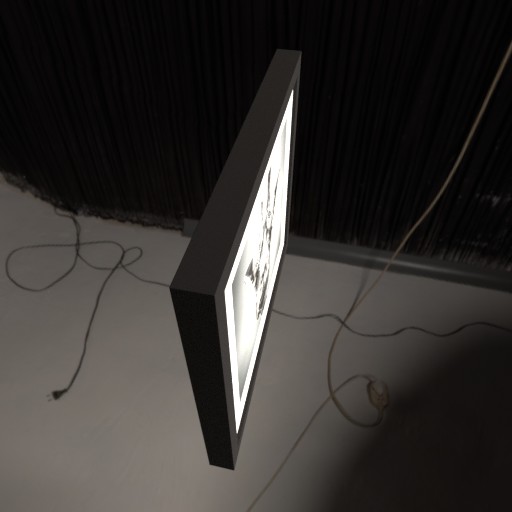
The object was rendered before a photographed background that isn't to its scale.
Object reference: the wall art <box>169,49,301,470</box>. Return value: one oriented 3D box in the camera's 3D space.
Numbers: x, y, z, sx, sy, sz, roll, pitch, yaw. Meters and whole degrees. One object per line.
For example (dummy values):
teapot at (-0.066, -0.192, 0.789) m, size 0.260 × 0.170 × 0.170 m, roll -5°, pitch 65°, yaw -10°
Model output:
wall art at (0.000, 0.000, 0.528) m, size 0.031 × 0.330 × 0.381 m, roll 9°, pitch 47°, yaw 8°
